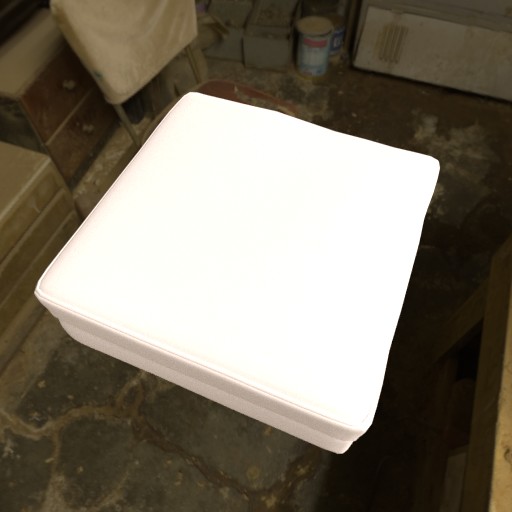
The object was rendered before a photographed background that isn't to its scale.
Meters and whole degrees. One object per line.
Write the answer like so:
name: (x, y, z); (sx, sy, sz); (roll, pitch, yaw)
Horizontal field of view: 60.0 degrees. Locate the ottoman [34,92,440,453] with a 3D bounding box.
ottoman: (0.000, 0.000, 1.321); (0.838, 0.479, 0.838); (19, 59, 12)
